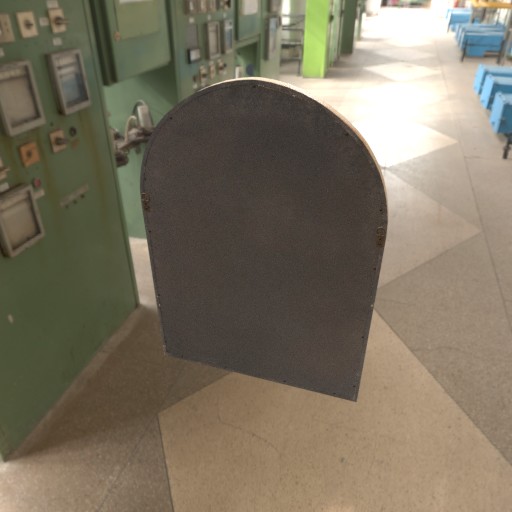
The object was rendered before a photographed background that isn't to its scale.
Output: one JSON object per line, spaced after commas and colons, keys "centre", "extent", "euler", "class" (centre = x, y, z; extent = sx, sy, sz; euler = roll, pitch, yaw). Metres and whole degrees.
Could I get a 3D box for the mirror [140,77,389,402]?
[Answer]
{"centre": [0.000, 0.000, 1.217], "extent": [0.660, 0.920, 0.032], "euler": [10, 33, 15], "class": "mirror"}
